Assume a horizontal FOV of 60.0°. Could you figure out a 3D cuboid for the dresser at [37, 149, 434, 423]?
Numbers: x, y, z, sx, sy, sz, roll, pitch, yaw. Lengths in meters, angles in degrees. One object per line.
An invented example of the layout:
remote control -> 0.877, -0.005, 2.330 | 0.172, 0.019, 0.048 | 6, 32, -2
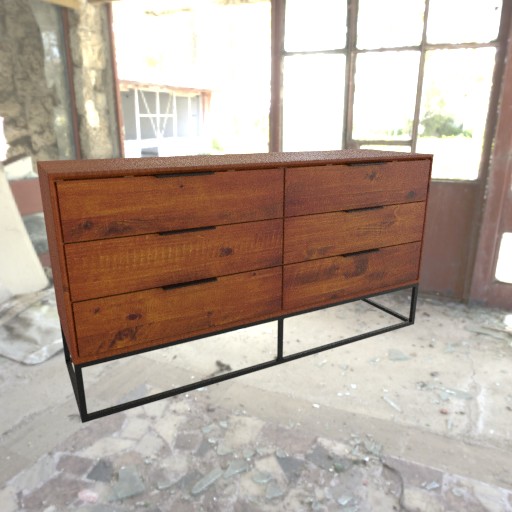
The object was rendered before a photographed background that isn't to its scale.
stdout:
dresser -> 0.000, 0.000, 1.862 | 1.536, 0.810, 0.464 | -9, 19, -28
